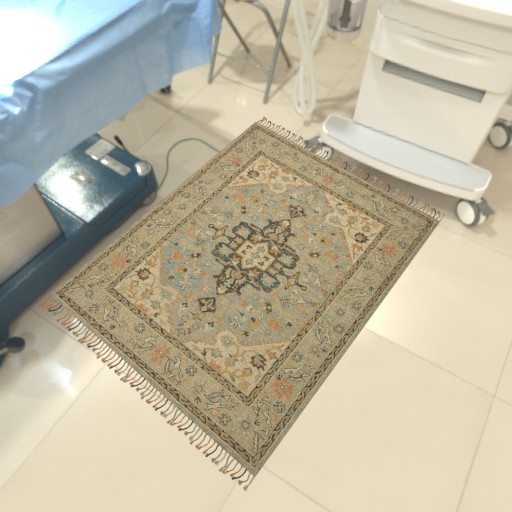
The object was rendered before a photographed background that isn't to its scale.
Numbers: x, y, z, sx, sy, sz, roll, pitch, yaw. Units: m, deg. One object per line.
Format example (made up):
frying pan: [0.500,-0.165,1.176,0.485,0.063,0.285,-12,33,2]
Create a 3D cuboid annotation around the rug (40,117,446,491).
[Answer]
rug: [0.000,0.000,2.262,1.278,0.009,1.730,34,63,20]
